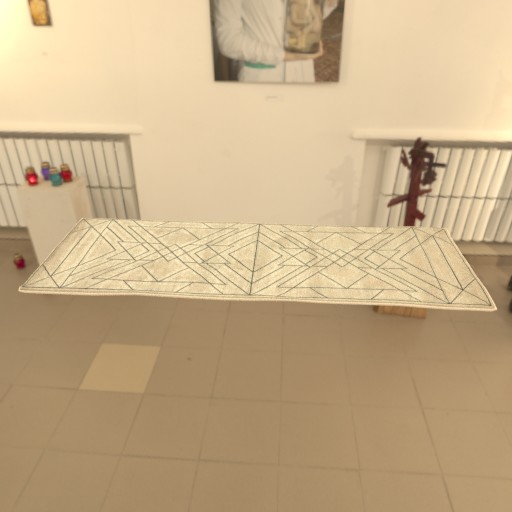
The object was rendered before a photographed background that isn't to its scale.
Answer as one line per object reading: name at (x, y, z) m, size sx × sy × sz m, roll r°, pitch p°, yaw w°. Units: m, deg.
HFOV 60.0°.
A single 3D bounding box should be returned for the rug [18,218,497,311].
rug at (0.000, 0.000, 2.538) m, size 2.381 × 0.036 × 0.831 m, roll 2°, pitch 31°, yaw 3°
